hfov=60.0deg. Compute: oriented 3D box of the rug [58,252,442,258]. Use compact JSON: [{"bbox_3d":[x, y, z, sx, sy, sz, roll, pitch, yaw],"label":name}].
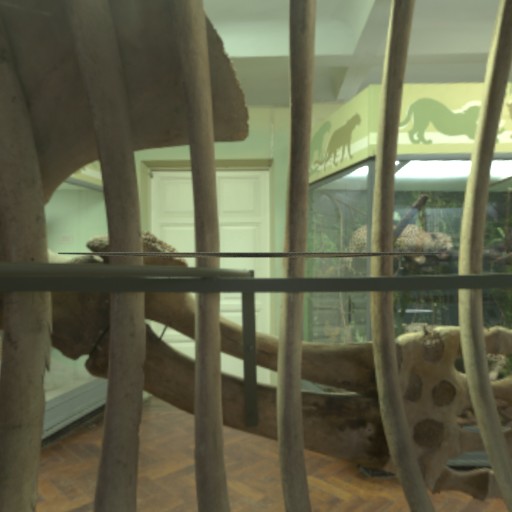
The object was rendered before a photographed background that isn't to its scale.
[{"bbox_3d":[0.000,0.000,2.337,1.234,0.006,1.854,0,-1,2],"label":"rug"}]
